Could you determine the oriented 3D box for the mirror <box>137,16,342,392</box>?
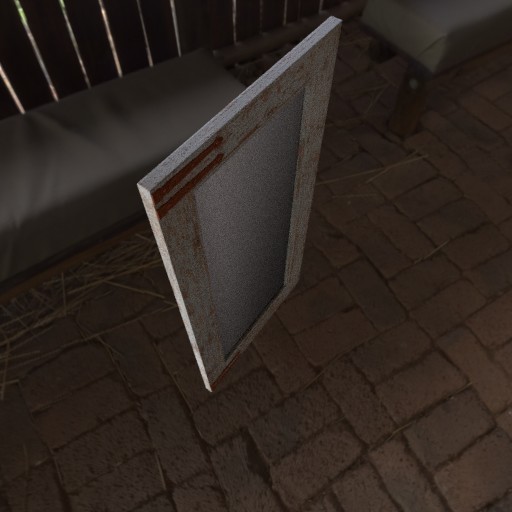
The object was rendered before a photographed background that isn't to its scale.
[{"bbox_3d":[0.000,0.000,1.047,0.027,0.922,0.472,32,63,18],"label":"mirror"}]
